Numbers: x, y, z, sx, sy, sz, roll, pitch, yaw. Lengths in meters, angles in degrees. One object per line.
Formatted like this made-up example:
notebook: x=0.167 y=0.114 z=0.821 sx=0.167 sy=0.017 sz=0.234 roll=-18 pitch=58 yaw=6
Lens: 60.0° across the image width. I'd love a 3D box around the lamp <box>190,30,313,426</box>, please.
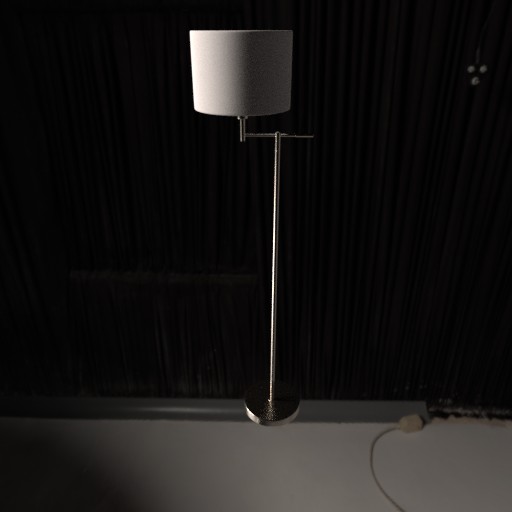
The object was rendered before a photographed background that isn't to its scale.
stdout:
lamp: x=0.000 y=0.000 z=1.765 sx=0.416 sy=1.600 sz=0.324 roll=0 pitch=27 yaw=0
